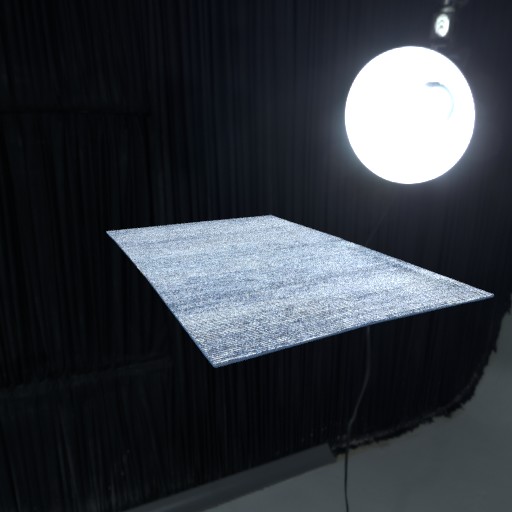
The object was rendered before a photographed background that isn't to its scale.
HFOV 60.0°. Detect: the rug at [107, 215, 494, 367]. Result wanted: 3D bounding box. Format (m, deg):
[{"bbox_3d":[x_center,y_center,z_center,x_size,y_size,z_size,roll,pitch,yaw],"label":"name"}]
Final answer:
[{"bbox_3d":[0.000,0.000,2.211,1.159,0.025,1.793,-8,18,-26],"label":"rug"}]
